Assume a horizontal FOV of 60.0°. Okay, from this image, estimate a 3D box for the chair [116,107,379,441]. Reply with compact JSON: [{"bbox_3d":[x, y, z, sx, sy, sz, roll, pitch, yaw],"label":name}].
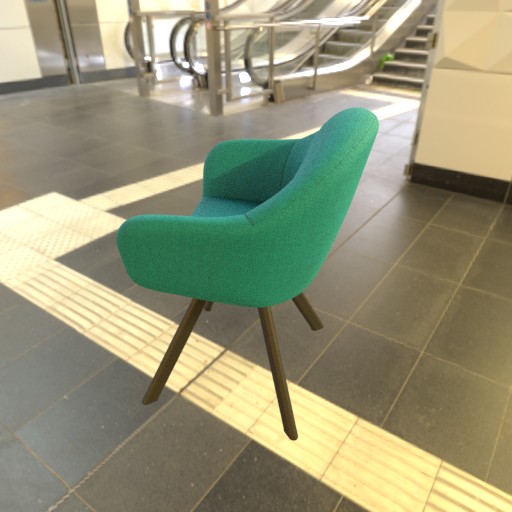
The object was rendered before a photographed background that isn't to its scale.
[{"bbox_3d":[0.000,0.000,1.208,0.550,0.795,0.590,8,32,14],"label":"chair"}]
